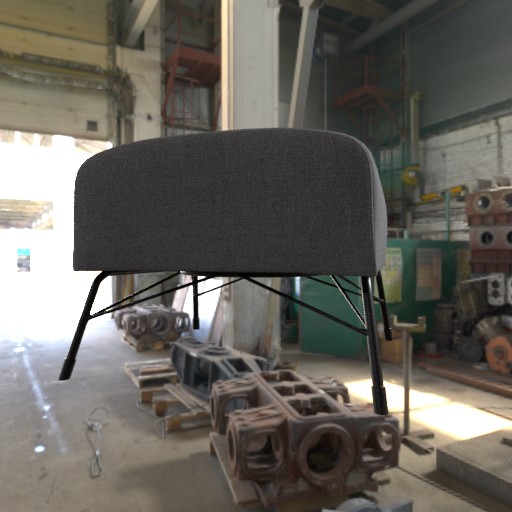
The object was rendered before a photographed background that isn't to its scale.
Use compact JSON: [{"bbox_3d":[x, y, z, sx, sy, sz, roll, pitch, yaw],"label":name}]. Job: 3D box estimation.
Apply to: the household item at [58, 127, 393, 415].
[{"bbox_3d":[0.000,0.000,0.906,0.530,0.410,0.530,0,0,18],"label":"household item"}]
